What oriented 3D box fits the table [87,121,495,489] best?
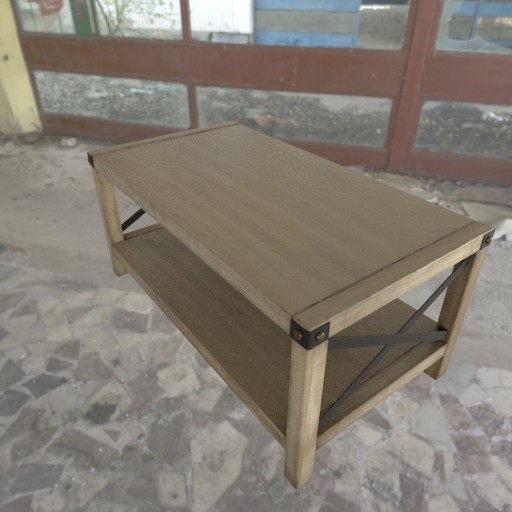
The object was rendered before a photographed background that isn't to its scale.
[{"bbox_3d":[0.000,0.000,1.278,0.559,0.456,1.016,-22,39,-30],"label":"table"}]
